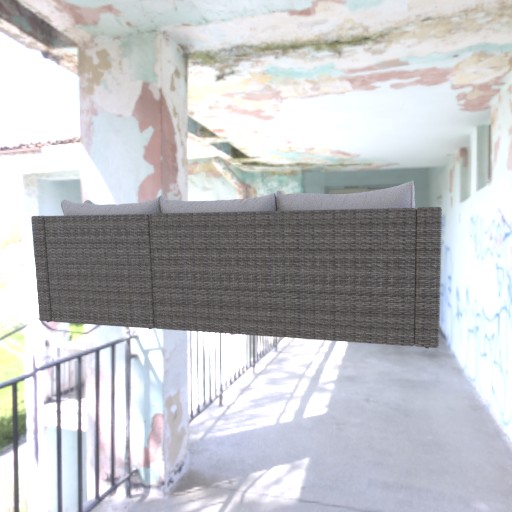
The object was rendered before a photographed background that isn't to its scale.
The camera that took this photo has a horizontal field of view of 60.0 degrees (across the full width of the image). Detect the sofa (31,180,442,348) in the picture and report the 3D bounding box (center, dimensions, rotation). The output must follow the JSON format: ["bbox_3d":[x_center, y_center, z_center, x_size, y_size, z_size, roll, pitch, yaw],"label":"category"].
[{"bbox_3d":[0.000,0.000,3.010,2.192,0.766,1.662,1,2,18],"label":"sofa"}]
